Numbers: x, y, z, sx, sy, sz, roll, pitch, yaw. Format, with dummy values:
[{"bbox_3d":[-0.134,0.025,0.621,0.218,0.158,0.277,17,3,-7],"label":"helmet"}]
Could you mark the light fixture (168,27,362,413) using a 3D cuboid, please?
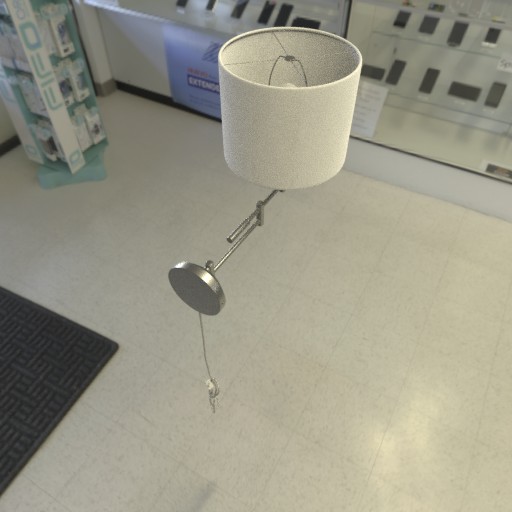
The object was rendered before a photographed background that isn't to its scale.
[{"bbox_3d":[0.000,0.000,1.026,0.253,0.842,0.479,25,52,21],"label":"light fixture"}]
